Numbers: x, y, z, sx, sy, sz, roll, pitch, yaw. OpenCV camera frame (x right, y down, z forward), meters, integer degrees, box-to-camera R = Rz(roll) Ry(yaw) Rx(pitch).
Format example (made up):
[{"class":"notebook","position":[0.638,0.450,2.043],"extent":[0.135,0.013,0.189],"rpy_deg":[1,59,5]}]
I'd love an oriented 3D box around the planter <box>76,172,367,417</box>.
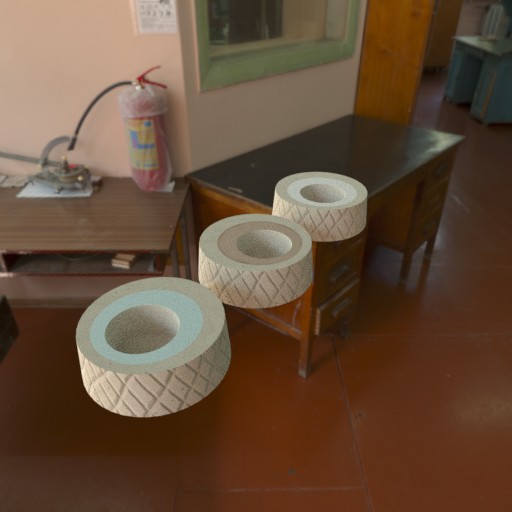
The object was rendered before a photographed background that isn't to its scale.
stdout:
[{"class":"planter","position":[0.000,0.000,0.433],"extent":[0.114,0.038,0.390],"rpy_deg":[20,38,28]}]
